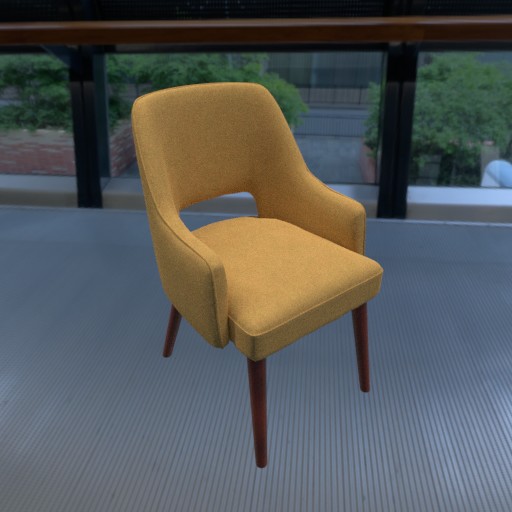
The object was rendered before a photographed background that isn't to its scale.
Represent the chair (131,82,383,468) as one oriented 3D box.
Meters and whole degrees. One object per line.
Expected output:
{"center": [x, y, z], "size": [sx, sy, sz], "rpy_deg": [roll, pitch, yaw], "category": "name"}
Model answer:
{"center": [0.000, 0.000, 1.260], "size": [0.548, 0.849, 0.605], "rpy_deg": [-21, 36, -33], "category": "chair"}
